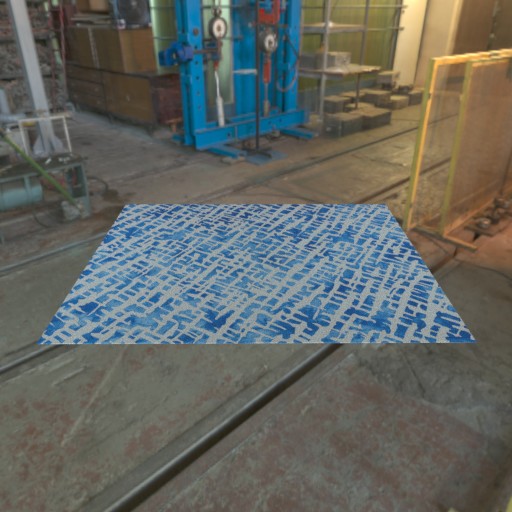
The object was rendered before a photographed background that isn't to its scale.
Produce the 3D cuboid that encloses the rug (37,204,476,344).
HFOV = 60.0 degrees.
[{"bbox_3d":[0.000,0.000,4.071,3.007,0.007,2.435,0,29,0],"label":"rug"}]
